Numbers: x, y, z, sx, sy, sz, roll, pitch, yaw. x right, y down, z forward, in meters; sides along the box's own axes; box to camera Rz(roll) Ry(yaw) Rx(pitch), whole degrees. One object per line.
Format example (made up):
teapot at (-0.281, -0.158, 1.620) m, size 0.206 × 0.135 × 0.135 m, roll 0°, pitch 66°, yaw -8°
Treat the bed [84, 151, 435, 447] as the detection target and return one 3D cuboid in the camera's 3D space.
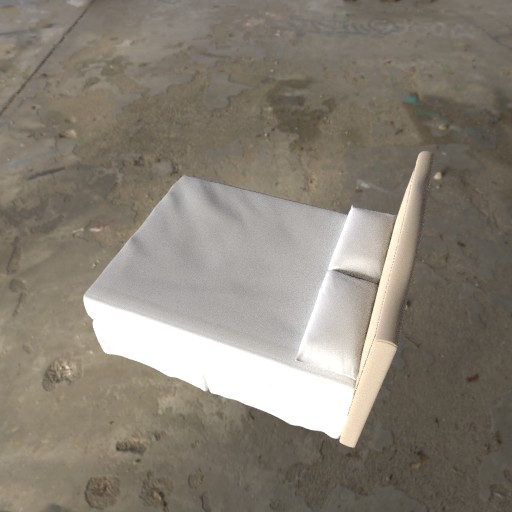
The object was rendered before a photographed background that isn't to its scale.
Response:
bed at (0.000, 0.000, 3.380) m, size 2.143 × 1.460 × 1.753 m, roll 16°, pitch 48°, yaw 14°
